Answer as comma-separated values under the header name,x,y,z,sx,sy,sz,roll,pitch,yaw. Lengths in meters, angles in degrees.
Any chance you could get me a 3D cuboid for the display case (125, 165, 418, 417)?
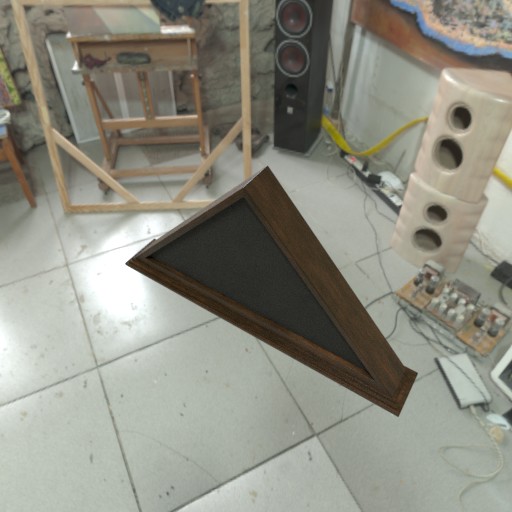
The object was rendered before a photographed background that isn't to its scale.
name,x,y,z,sx,sy,sz,roll,pitch,yaw
display case,0.000,0.000,0.778,0.640,0.340,0.095,25,51,22
